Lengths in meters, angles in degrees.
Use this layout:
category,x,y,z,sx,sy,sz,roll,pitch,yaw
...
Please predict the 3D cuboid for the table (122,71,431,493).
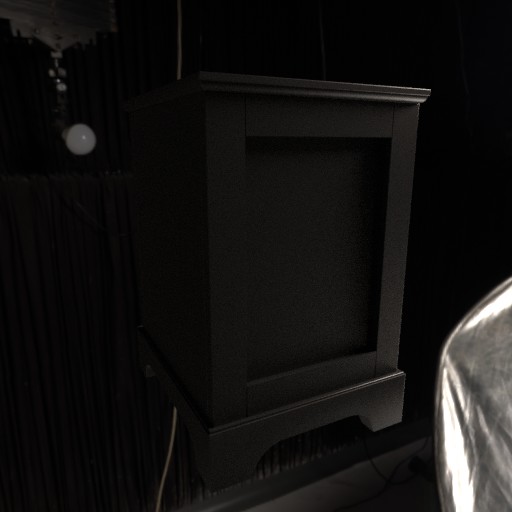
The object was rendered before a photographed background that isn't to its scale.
category,x,y,z,sx,sy,sz,roll,pitch,yaw
table,0.000,0.000,0.898,0.399,0.610,0.460,-7,16,-27
